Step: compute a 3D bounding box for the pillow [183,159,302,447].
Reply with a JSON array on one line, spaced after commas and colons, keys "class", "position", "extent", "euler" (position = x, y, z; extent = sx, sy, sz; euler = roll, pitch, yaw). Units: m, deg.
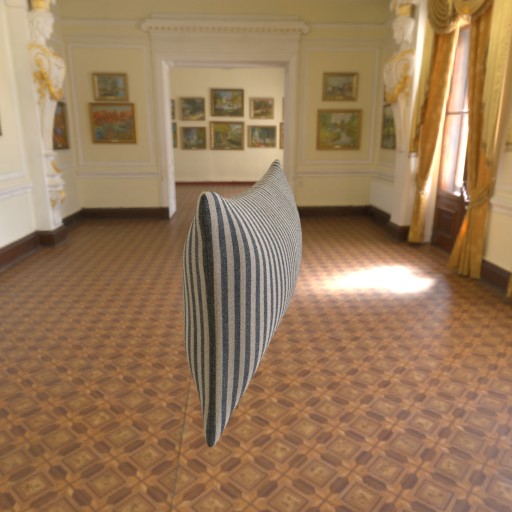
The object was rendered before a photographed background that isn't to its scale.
[{"class": "pillow", "position": [0.000, 0.000, 0.761], "extent": [0.151, 0.295, 0.617], "euler": [2, 15, 9]}]
